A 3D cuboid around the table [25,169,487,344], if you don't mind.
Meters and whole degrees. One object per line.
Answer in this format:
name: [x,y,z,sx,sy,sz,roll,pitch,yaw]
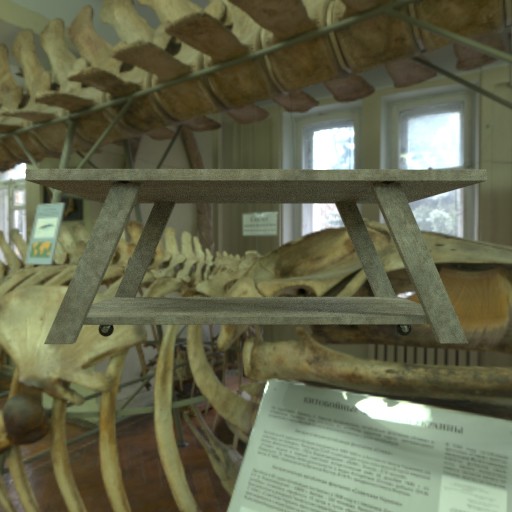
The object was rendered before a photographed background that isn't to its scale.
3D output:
table: [0.000,0.000,1.479,1.219,0.470,0.610,0,1,0]
